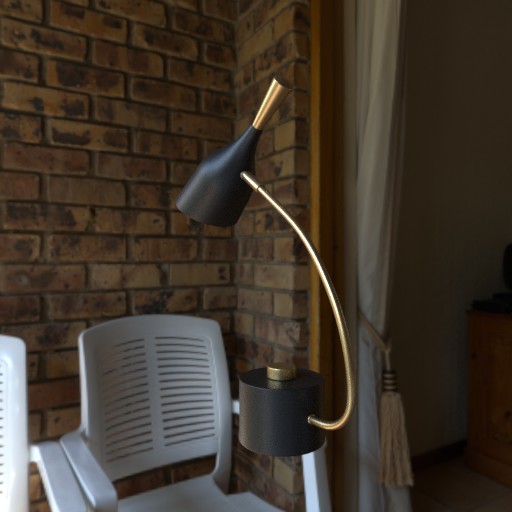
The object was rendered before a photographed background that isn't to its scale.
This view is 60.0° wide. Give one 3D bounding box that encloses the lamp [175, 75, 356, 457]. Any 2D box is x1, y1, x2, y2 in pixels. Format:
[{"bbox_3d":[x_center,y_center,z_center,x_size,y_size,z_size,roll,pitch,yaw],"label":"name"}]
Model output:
[{"bbox_3d":[0.000,0.000,0.611,0.110,0.464,0.352,0,0,-36],"label":"lamp"}]
